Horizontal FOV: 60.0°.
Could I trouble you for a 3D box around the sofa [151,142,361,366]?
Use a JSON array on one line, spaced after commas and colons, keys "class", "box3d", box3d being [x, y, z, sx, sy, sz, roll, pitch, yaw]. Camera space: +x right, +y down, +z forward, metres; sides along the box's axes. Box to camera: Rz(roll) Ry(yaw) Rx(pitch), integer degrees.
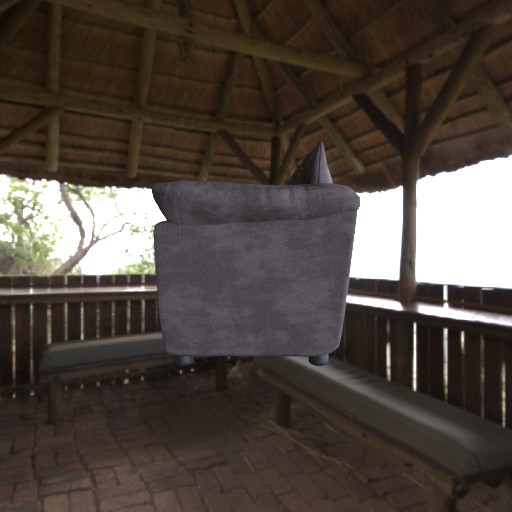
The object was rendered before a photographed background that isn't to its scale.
[{"class": "sofa", "box3d": [0.000, 0.000, 2.942, 0.893, 0.981, 2.377, 0, 0, 0]}]
